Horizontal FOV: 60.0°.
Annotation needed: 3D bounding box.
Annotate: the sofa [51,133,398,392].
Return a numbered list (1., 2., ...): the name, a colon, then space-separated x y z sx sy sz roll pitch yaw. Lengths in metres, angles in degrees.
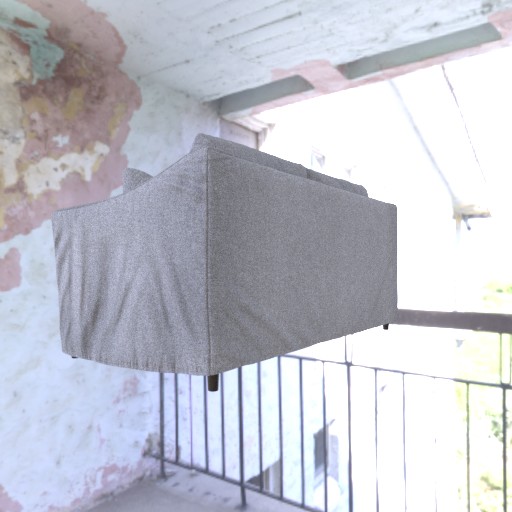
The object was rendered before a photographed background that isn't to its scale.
1. sofa: 0.000 0.000 2.634 1.072 1.018 2.010 -1 -1 36
